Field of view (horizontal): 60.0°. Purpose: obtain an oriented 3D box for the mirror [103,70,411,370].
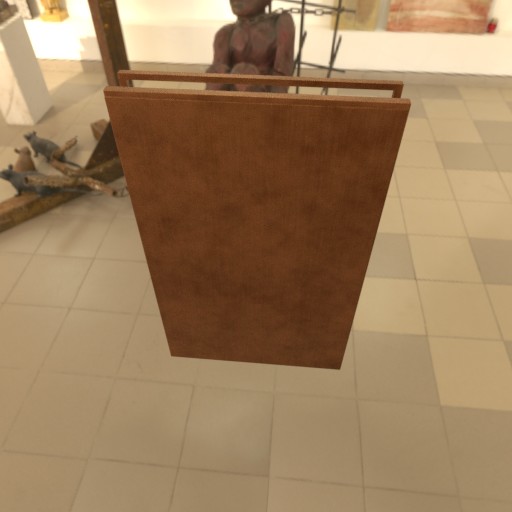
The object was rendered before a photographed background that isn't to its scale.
[{"bbox_3d":[0.000,0.000,0.970,0.468,0.768,0.082,4,46,4],"label":"mirror"}]
